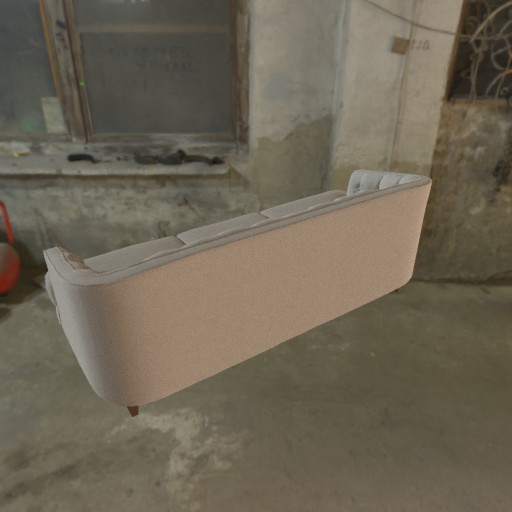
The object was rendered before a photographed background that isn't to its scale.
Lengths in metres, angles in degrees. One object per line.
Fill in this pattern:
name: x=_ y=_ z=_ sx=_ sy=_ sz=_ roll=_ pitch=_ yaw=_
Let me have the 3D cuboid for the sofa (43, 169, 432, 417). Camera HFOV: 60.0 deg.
sofa: x=0.000 y=0.000 z=2.720 sx=2.278 sy=0.855 sz=0.941 roll=-19 pitch=34 yaw=-29
